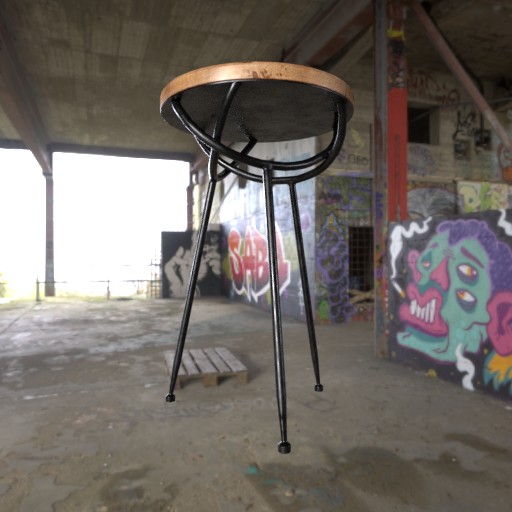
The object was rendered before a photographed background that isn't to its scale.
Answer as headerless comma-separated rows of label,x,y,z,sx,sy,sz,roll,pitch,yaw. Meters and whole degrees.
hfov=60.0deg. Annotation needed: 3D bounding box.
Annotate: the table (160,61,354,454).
table,0.000,0.000,0.952,0.414,0.664,0.418,0,0,0
